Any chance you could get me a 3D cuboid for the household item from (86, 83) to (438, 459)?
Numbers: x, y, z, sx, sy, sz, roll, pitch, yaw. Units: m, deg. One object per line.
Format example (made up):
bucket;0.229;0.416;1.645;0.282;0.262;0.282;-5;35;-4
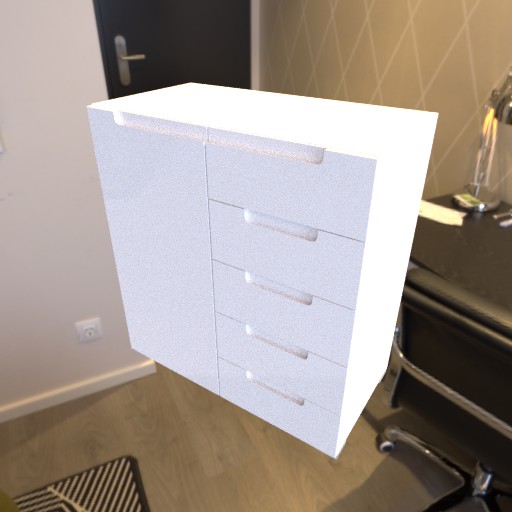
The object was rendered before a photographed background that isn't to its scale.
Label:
household item;0.000;0.000;1.351;0.800;0.870;0.420;19;35;29
